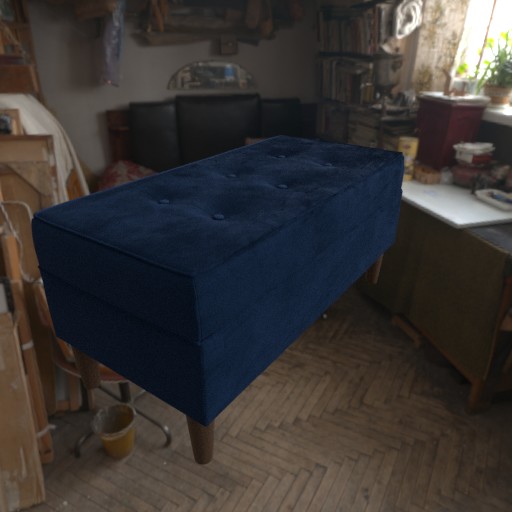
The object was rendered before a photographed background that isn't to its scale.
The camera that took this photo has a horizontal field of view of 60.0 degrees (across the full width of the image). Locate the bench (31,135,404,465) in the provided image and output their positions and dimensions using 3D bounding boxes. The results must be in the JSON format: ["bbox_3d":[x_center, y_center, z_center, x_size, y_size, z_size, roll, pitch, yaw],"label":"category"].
[{"bbox_3d":[0.000,0.000,1.263,0.489,0.467,1.010,18,32,31],"label":"bench"}]
